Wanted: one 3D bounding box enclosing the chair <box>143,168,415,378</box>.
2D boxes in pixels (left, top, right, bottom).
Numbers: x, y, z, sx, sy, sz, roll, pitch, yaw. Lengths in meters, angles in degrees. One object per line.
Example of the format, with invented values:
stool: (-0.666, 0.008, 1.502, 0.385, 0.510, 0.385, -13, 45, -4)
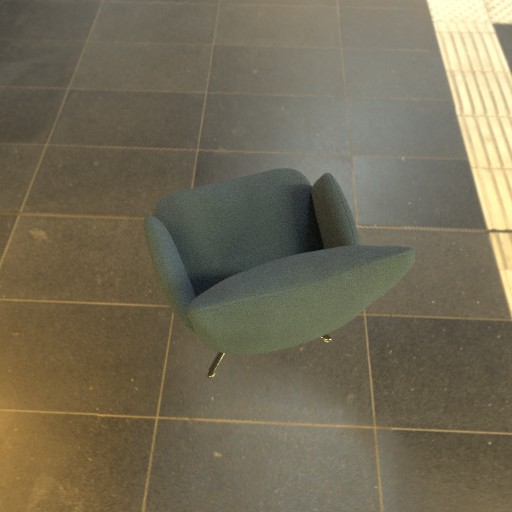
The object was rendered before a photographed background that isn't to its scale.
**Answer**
chair: (0.000, 0.000, 1.587, 0.711, 1.016, 0.889, -15, 60, -9)
